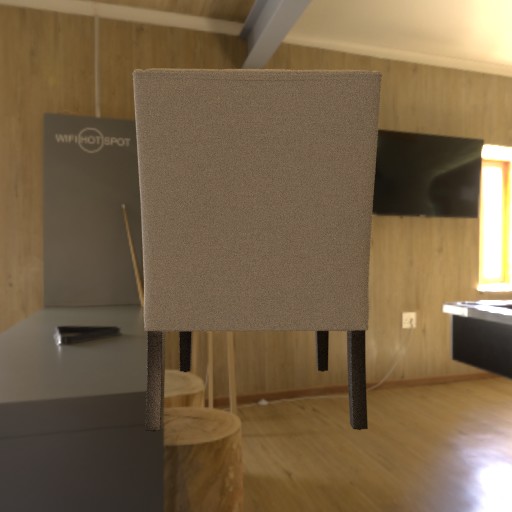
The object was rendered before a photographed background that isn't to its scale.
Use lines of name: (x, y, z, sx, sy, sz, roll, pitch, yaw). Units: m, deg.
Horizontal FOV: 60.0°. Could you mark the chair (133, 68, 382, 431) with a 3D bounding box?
chair: (0.000, 0.000, 1.306, 0.569, 0.853, 0.676, 0, 1, -1)
